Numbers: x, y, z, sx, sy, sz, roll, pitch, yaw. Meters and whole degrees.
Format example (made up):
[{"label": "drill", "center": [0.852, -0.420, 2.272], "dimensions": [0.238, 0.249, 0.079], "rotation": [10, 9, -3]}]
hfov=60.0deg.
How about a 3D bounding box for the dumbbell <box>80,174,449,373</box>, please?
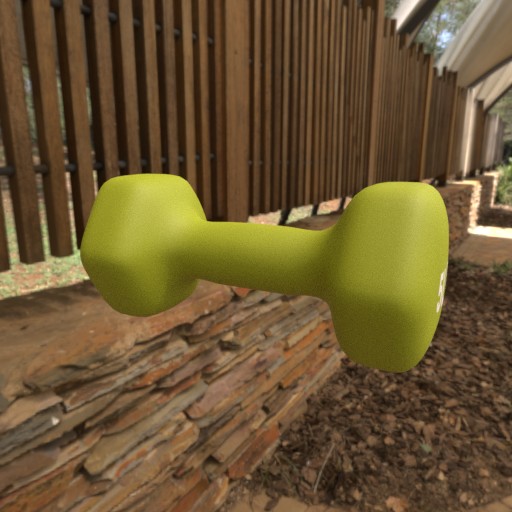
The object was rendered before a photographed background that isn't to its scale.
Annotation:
[{"label": "dumbbell", "center": [0.000, 0.000, 0.208], "dimensions": [0.164, 0.072, 0.080], "rotation": [7, 15, 27]}]
